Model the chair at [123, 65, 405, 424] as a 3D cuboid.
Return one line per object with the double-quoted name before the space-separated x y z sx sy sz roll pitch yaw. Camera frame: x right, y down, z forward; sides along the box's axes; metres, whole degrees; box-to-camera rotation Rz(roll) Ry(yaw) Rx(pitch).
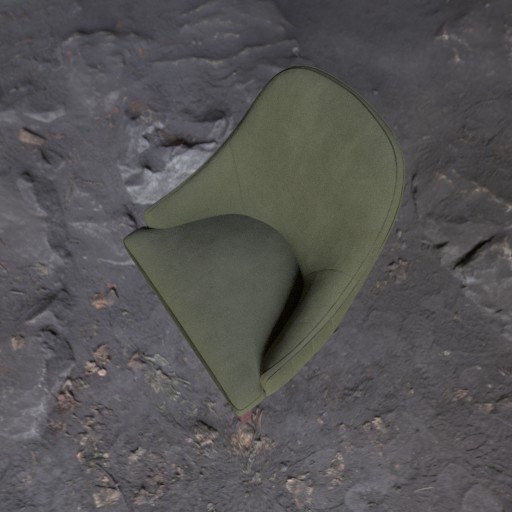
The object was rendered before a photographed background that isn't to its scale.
"chair" 0.000 0.000 1.271 0.575 0.889 0.643 -33 67 -16
